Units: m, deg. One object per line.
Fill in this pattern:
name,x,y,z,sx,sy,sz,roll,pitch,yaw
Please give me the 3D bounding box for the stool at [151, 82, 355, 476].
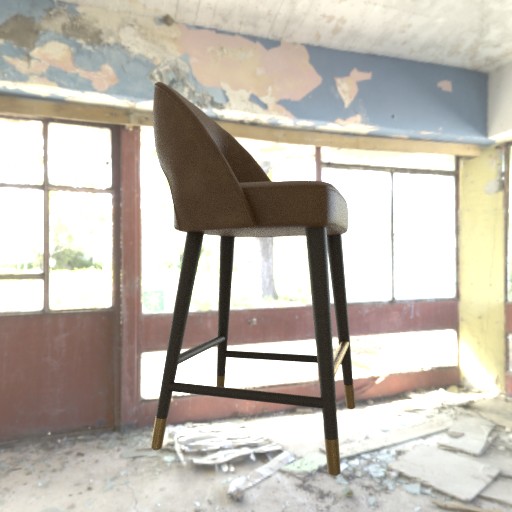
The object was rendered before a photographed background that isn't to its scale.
stool,0.000,0.000,1.230,0.509,0.940,0.494,0,0,17
